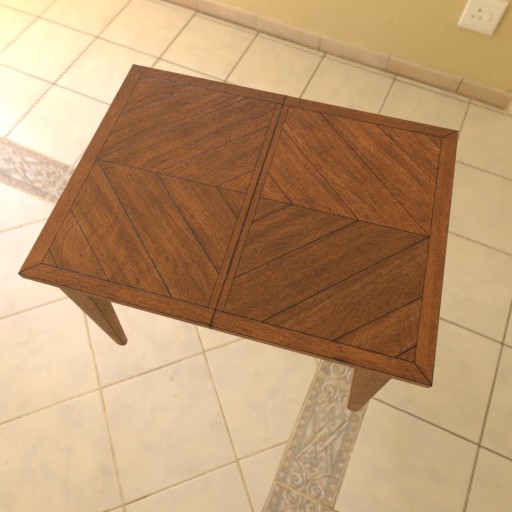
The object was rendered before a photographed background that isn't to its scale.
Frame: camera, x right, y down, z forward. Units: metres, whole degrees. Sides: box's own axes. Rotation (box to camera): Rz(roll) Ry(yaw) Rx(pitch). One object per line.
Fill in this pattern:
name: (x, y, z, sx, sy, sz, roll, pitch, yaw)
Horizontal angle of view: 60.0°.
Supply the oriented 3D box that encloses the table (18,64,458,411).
table: (0.000, 0.000, 1.547, 1.027, 0.760, 0.757, 14, 65, 7)
